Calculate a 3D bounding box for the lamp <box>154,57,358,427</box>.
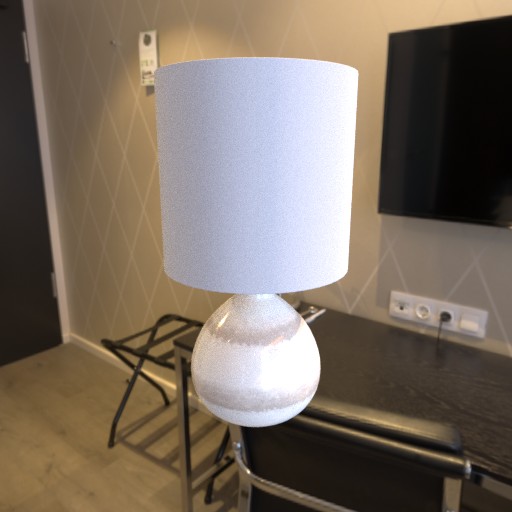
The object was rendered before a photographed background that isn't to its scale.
[{"bbox_3d":[0.000,0.000,0.531,0.217,0.404,0.217,2,15,9],"label":"lamp"}]
